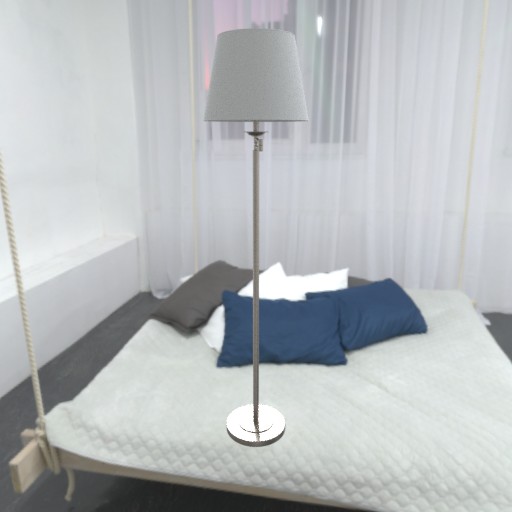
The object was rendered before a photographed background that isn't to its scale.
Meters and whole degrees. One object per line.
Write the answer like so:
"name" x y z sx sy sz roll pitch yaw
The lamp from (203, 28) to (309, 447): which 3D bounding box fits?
"lamp" 0.000 0.000 1.635 0.355 1.473 0.355 0 16 0
